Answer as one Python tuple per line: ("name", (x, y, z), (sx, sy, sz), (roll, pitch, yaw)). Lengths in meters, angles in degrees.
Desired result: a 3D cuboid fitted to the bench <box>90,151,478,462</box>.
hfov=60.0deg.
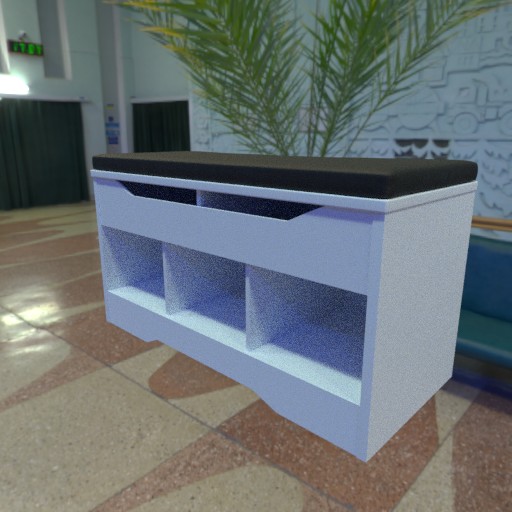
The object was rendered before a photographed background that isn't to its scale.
("bench", (0.000, 0.000, 1.133), (0.899, 0.500, 0.401), (14, 20, 42))
